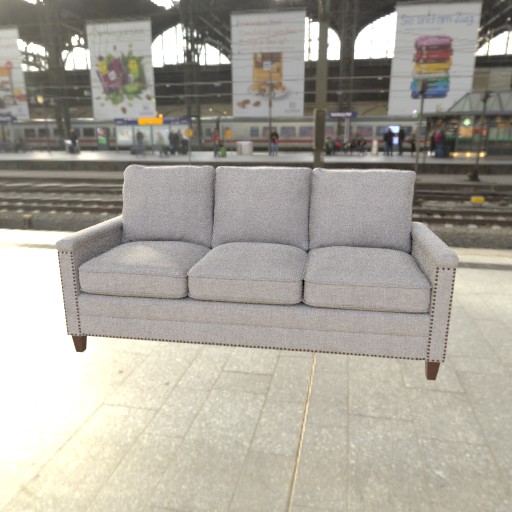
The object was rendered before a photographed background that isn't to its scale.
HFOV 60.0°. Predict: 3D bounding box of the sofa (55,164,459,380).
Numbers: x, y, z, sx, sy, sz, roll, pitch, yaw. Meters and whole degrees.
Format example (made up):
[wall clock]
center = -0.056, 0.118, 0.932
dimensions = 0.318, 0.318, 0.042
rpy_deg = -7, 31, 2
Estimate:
[sofa]
center = 0.000, 0.000, 2.480
dimensions = 1.925, 0.959, 0.828
rpy_deg = 2, 15, 9
